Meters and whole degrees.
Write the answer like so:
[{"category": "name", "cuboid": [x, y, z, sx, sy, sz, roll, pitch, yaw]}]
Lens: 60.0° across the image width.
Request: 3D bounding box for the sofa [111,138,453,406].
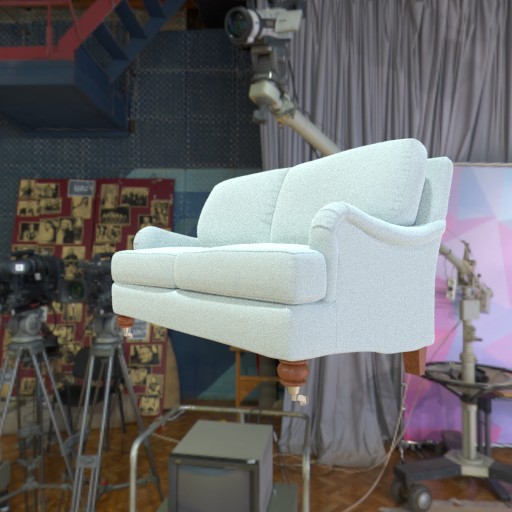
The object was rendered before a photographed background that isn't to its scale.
[{"category": "sofa", "cuboid": [0.000, 0.000, 2.531, 1.084, 1.101, 1.853, 0, 0, -37]}]
